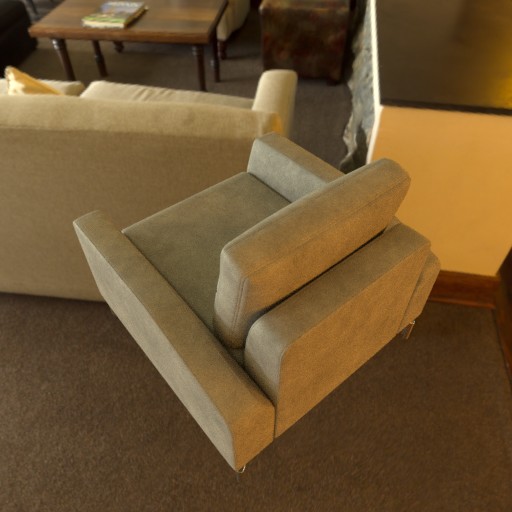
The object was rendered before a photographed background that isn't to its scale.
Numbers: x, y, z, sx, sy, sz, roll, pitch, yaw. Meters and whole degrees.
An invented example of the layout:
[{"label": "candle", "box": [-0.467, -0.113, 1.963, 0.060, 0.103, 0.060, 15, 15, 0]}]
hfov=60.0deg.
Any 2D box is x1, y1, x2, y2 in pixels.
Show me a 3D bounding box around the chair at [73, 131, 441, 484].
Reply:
[{"label": "chair", "box": [0.000, 0.000, 1.534, 0.900, 0.800, 0.900, -31, 54, -26]}]
